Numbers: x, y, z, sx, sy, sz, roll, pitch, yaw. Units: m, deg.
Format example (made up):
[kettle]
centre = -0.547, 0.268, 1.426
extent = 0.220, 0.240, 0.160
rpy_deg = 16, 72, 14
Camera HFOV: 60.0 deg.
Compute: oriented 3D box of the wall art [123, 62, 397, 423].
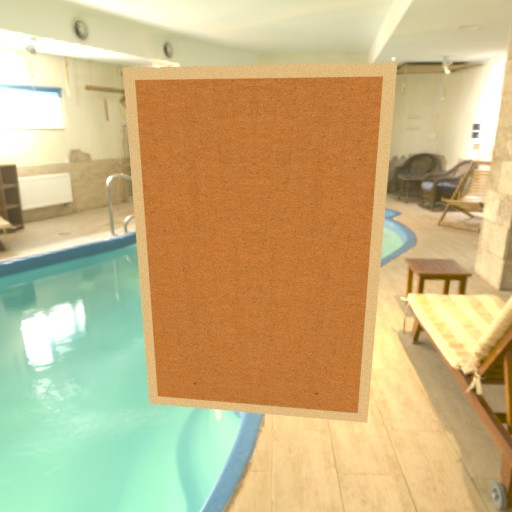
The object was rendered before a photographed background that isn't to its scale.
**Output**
[wall art]
centre = 0.000, 0.000, 0.541
extent = 0.293, 0.428, 0.025
rpy_deg = 2, 17, 8
